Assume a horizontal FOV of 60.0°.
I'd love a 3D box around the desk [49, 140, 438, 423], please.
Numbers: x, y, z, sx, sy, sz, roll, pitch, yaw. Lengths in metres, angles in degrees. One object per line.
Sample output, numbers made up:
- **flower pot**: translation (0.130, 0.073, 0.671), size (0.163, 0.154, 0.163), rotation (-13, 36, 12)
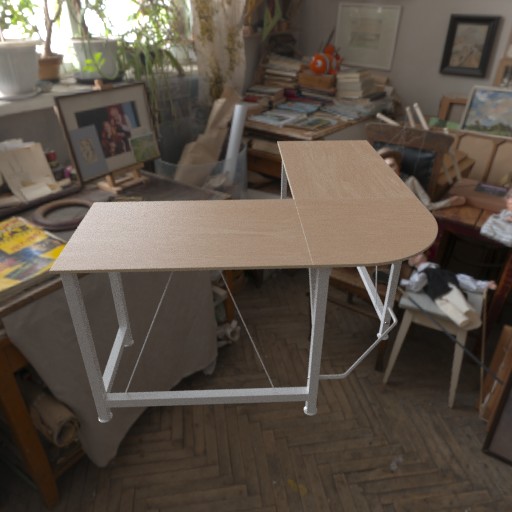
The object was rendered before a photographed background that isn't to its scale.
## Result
- **desk**: translation (0.000, 0.000, 2.255), size (1.400, 0.762, 1.400), rotation (-1, 31, -2)
